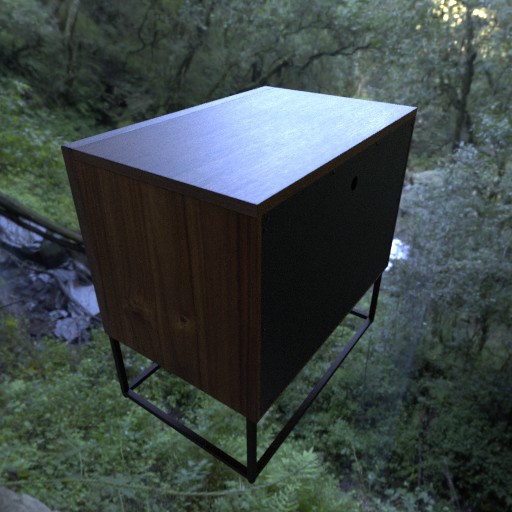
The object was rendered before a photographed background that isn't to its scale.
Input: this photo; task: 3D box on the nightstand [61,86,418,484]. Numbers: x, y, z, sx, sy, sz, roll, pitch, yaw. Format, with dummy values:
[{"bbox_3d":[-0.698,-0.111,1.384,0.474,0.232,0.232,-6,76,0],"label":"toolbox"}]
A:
[{"bbox_3d":[0.000,0.000,1.022,0.437,0.610,0.610,20,37,29],"label":"nightstand"}]
